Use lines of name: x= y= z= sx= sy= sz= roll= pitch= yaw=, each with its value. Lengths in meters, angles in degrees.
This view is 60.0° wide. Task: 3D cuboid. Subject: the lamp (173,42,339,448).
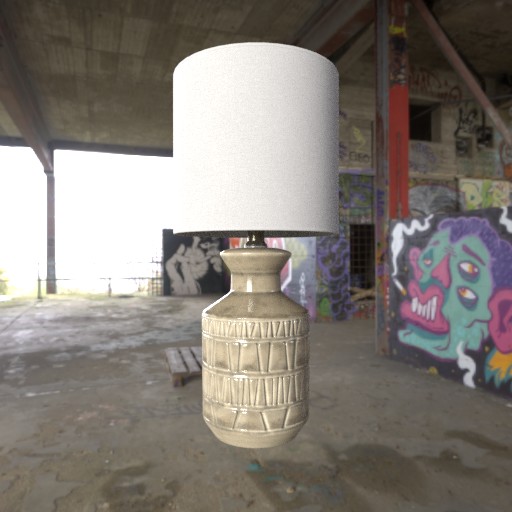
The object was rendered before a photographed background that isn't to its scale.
lamp: x=0.000 y=0.000 z=0.576 sx=0.211 sy=0.455 sz=0.211 roll=0 pitch=0 yaw=0
